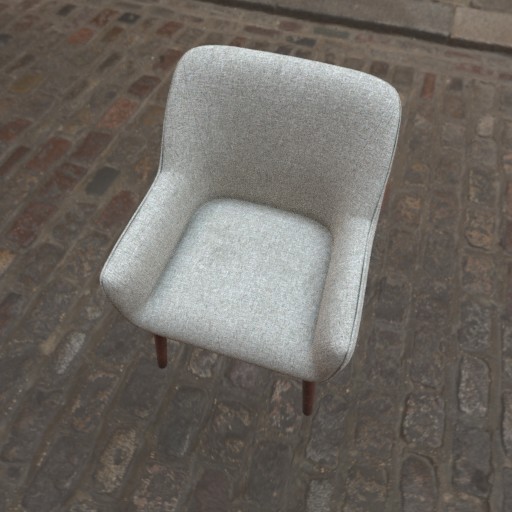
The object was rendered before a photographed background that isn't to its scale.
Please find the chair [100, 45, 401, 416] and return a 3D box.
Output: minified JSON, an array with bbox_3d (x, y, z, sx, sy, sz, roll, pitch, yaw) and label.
[{"bbox_3d":[0.000,0.000,1.128,0.543,0.803,0.519,15,59,9],"label":"chair"}]
